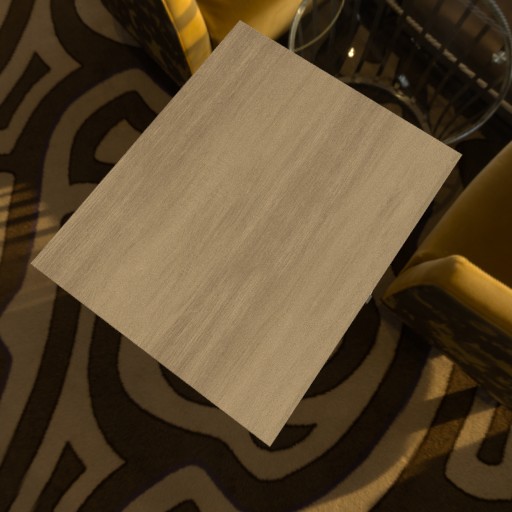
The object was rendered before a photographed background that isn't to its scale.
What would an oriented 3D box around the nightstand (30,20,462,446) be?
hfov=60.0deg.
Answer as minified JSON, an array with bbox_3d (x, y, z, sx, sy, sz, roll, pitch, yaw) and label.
[{"bbox_3d":[0.000,0.000,0.821,0.380,0.500,0.450,35,79,8],"label":"nightstand"}]
